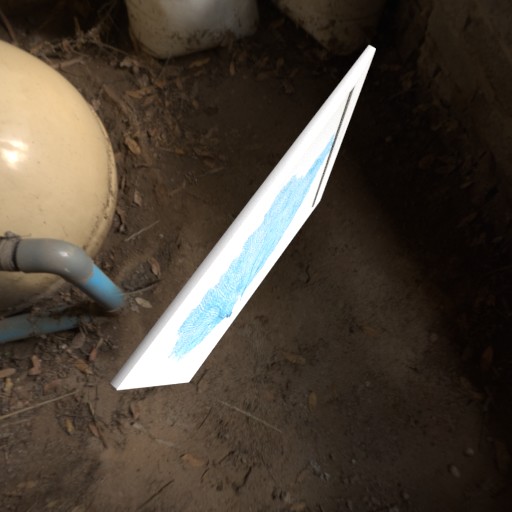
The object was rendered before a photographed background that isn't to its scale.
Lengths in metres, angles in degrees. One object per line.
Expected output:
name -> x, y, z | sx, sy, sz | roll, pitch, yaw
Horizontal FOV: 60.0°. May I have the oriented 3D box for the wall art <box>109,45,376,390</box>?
wall art -> 0.000, 0.000, 0.865 | 0.013, 0.584, 0.584 | 35, 78, 9
